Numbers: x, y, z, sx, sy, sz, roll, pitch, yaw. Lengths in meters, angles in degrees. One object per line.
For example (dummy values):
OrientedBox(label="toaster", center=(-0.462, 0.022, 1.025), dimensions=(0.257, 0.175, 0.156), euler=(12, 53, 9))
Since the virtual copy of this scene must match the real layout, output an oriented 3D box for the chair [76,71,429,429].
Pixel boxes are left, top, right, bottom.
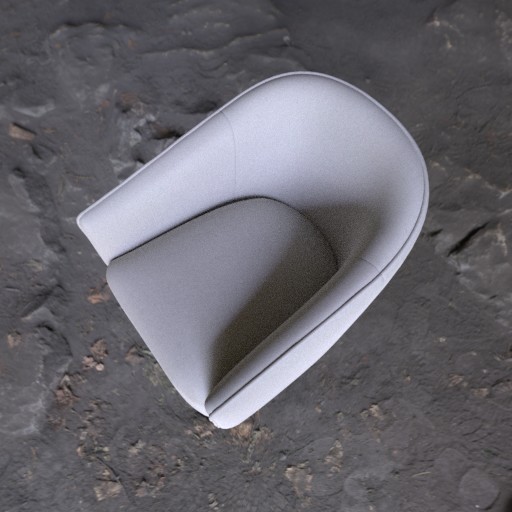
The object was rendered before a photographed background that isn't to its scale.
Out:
OrientedBox(label="chair", center=(0.000, 0.000, 1.434), dimensions=(0.875, 0.799, 0.747), euler=(-34, 68, -16))
